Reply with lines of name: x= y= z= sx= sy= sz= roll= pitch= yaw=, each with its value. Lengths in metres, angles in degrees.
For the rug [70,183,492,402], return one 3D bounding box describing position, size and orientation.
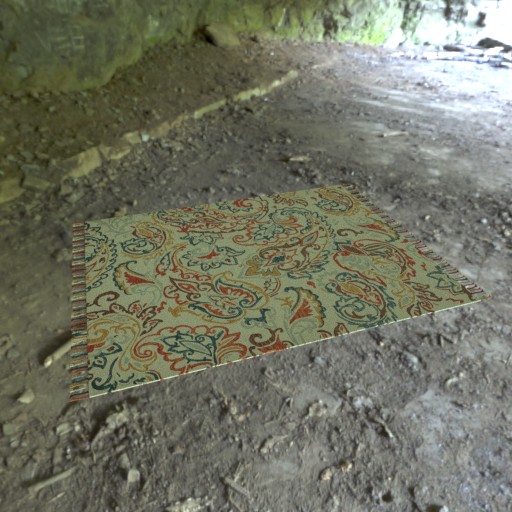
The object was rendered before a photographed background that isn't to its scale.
rug: x=0.000 y=0.000 z=4.170 sx=3.274 sy=0.015 sz=2.439 roll=-10 pitch=34 yaw=-16
